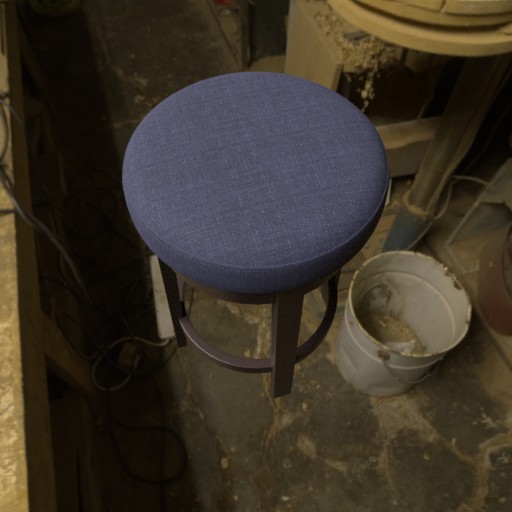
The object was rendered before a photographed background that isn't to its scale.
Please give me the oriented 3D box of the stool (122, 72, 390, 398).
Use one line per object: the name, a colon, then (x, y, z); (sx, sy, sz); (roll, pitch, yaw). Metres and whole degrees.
stool: (0.000, 0.000, 0.958); (0.449, 0.655, 0.449); (0, 58, 0)
